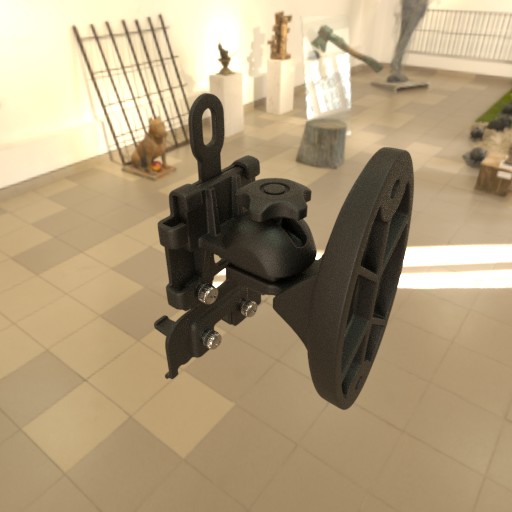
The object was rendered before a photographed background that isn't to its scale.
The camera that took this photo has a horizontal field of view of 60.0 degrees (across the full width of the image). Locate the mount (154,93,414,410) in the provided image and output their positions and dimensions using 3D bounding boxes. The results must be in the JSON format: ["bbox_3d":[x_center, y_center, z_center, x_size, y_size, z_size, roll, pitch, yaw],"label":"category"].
[{"bbox_3d":[0.000,0.000,0.176,0.100,0.118,0.066,22,40,30],"label":"mount"}]
